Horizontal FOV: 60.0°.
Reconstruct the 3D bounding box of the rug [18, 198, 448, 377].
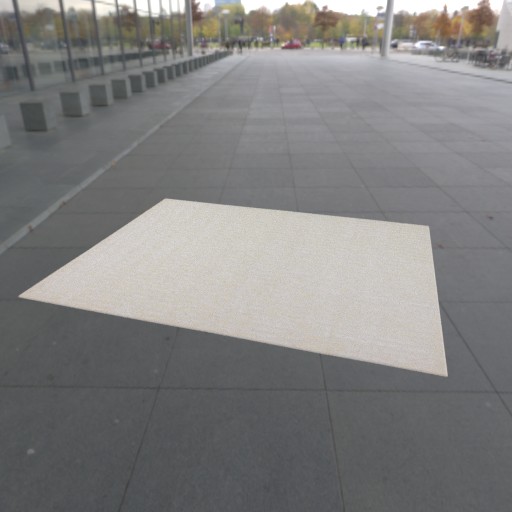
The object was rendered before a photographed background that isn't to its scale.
[{"bbox_3d":[0.000,0.000,4.006,3.055,0.021,2.410,8,27,15],"label":"rug"}]
